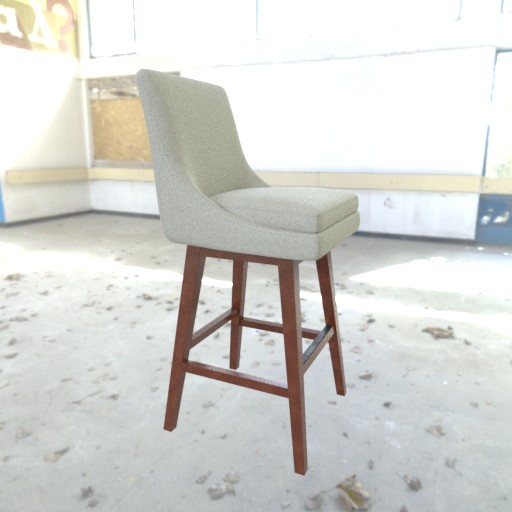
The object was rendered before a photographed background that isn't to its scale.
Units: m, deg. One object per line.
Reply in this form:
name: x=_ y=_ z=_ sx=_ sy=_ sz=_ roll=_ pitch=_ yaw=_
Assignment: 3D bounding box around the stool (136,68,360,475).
stool: x=0.000 y=0.000 z=1.405 sx=0.559 sy=1.092 sz=0.470 roll=7 pitch=16 yaw=24
